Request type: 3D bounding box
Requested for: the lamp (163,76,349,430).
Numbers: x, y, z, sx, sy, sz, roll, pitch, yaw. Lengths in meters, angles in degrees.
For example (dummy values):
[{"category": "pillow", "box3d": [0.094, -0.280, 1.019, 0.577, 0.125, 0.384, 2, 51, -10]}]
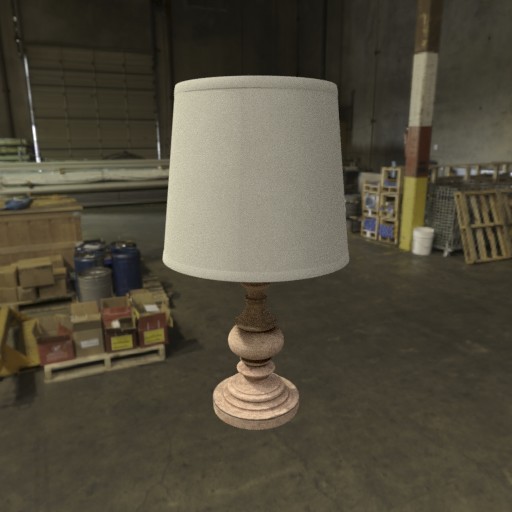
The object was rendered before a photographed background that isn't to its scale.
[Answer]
[{"category": "lamp", "box3d": [0.000, 0.000, 0.662, 0.273, 0.497, 0.273, 0, 14, 0]}]
